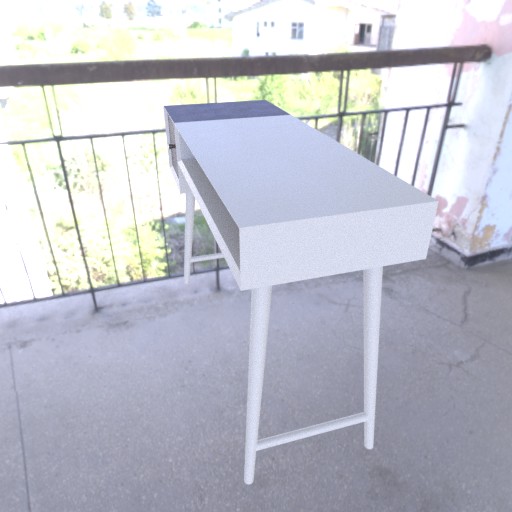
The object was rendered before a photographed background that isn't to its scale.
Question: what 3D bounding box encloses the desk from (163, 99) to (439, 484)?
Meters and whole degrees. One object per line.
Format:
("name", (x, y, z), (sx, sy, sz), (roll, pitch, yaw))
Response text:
("desk", (0.000, 0.000, 1.435), (0.409, 0.761, 1.069), (-9, 31, -15))
